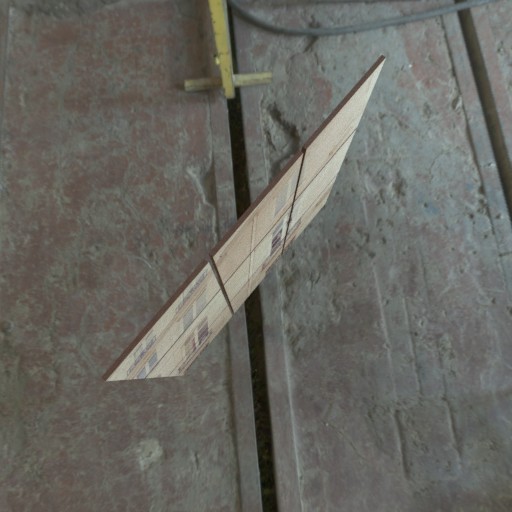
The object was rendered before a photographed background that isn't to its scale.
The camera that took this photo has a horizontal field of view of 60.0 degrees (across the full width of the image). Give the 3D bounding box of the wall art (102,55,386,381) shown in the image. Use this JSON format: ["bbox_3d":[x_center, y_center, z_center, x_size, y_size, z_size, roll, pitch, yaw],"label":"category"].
[{"bbox_3d":[0.000,0.000,1.819,0.024,1.218,1.221,38,79,9],"label":"wall art"}]
